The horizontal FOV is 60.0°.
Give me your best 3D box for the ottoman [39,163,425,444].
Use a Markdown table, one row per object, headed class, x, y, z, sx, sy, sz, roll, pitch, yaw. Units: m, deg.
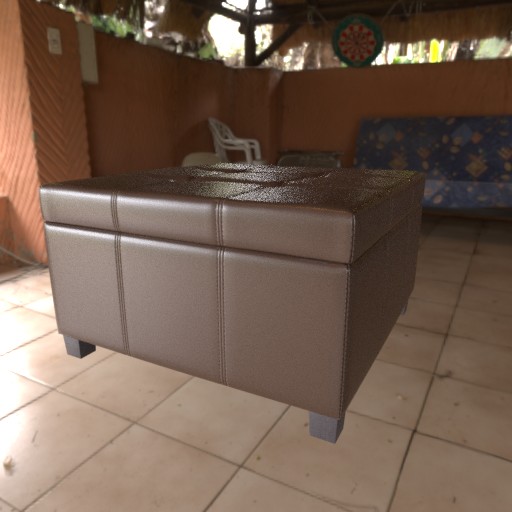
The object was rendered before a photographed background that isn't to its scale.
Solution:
| class | x | y | z | sx | sy | sz | roll | pitch | yaw |
| --- | --- | --- | --- | --- | --- | --- | --- | --- | --- |
| ottoman | 0.000 | 0.000 | 1.268 | 0.788 | 0.460 | 0.787 | 8 | 18 | 27 |
